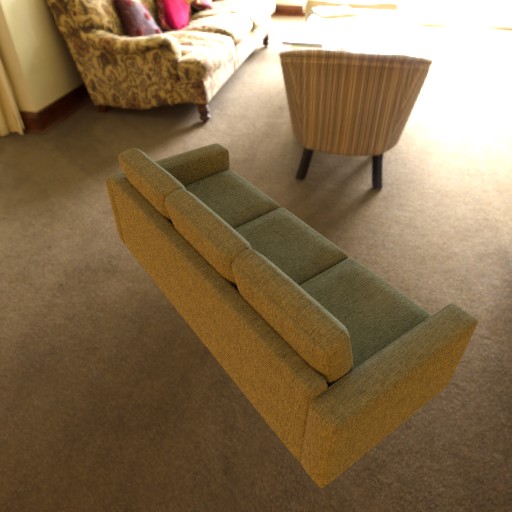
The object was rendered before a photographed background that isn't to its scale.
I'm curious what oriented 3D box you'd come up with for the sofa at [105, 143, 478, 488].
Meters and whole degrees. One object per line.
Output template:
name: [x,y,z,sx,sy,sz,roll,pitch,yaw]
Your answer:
sofa: [0.000,0.000,2.509,0.900,0.800,2.160,-25,46,-27]
